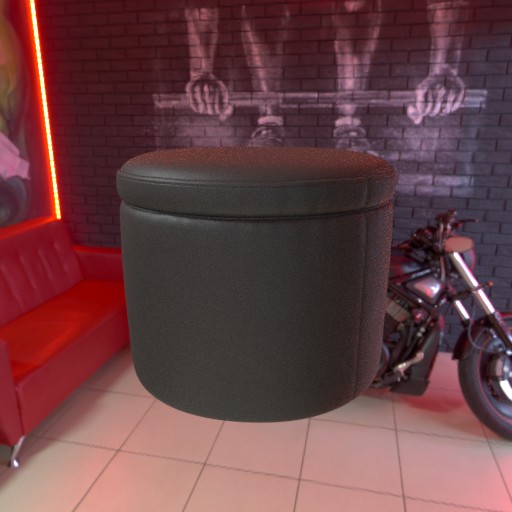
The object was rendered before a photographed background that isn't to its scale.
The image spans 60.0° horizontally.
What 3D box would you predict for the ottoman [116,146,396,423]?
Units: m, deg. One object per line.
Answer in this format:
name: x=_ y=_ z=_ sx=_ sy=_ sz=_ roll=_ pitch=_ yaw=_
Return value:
ottoman: x=0.000 y=0.000 z=0.864 sx=0.500 sy=0.409 sz=0.500 roll=0 pitch=16 yaw=0
